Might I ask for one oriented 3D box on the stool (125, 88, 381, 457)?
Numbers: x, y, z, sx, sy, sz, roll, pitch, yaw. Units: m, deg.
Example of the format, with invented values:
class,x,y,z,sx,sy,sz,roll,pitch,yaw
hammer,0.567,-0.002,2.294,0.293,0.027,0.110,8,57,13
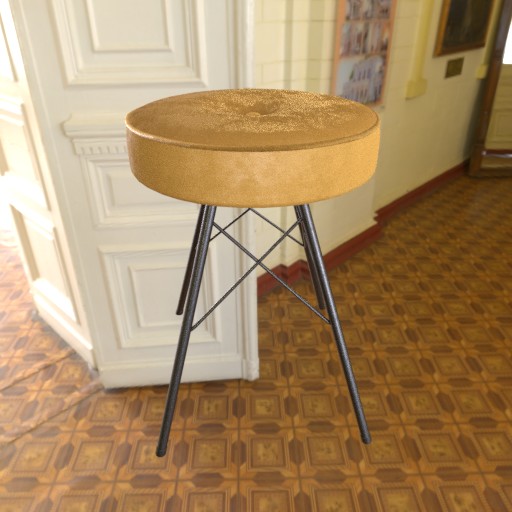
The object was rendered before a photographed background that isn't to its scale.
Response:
class,x,y,z,sx,sy,sz,roll,pitch,yaw
stool,0.000,0.000,0.896,0.438,0.595,0.472,-1,29,-2
